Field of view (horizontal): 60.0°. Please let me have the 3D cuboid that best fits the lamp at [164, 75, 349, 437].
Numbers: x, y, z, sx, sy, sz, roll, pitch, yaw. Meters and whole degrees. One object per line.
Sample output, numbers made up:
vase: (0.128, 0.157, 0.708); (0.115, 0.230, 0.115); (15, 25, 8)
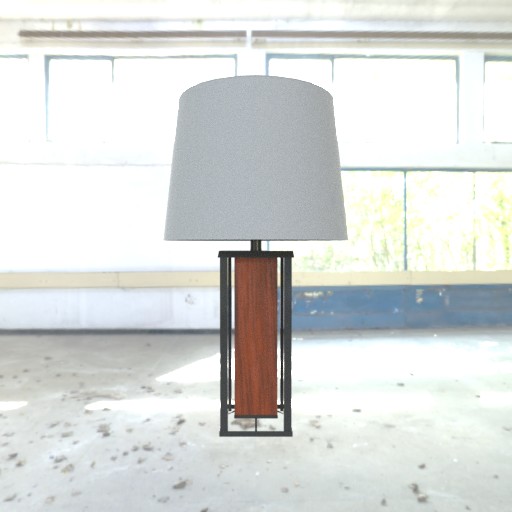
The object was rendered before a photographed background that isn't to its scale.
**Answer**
lamp: (0.000, 0.000, 0.783); (0.320, 0.591, 0.320); (0, 1, 0)
